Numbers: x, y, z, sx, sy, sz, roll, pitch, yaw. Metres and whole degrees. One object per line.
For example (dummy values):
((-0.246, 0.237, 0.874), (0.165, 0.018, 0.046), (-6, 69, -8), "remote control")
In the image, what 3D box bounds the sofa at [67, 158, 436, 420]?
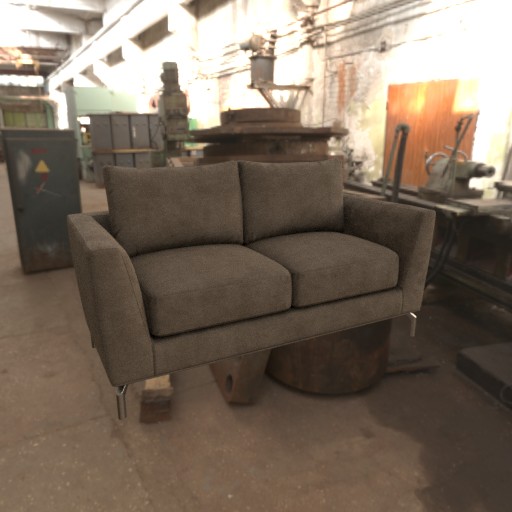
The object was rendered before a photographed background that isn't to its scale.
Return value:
((0.000, 0.000, 2.448), (1.832, 1.013, 0.855), (-8, 17, -27), "sofa")
